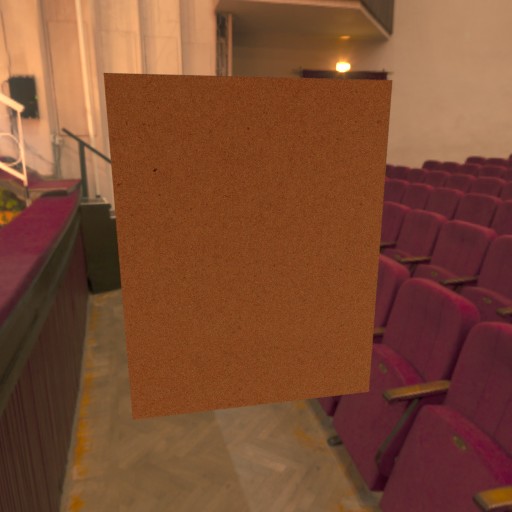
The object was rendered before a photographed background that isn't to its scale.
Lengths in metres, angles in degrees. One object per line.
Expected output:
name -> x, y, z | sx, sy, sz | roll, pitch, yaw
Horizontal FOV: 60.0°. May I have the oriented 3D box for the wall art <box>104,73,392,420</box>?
wall art -> 0.000, 0.000, 0.815 | 0.481, 0.613, 0.020 | -3, 16, -11
